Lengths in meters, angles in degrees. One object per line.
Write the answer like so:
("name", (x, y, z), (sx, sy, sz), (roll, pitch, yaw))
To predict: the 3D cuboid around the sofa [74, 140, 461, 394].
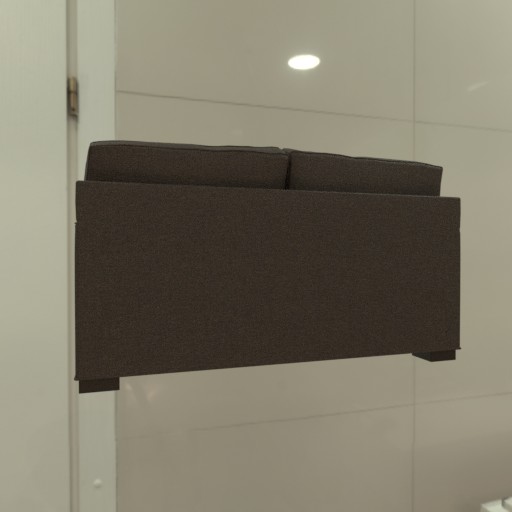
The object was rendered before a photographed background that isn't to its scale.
("sofa", (0.000, 0.000, 2.112), (1.534, 0.887, 0.974), (0, 1, -17))
